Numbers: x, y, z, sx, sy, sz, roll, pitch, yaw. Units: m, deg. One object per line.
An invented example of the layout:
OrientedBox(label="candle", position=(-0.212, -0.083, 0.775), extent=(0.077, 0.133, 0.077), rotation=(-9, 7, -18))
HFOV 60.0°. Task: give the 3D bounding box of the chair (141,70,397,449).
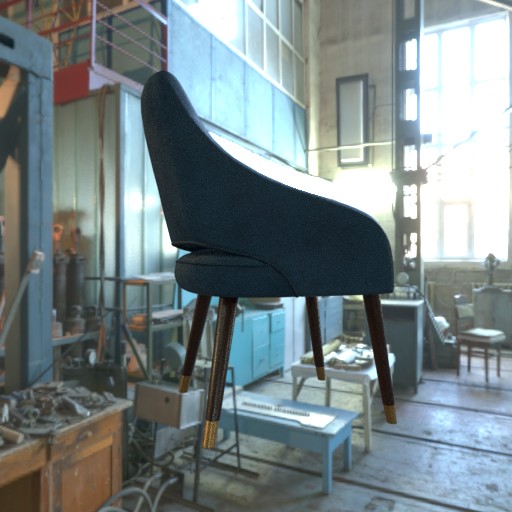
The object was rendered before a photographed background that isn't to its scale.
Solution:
OrientedBox(label="chair", position=(0.000, 0.000, 1.577), extent=(0.794, 1.081, 0.683), rotation=(0, 0, -17))
